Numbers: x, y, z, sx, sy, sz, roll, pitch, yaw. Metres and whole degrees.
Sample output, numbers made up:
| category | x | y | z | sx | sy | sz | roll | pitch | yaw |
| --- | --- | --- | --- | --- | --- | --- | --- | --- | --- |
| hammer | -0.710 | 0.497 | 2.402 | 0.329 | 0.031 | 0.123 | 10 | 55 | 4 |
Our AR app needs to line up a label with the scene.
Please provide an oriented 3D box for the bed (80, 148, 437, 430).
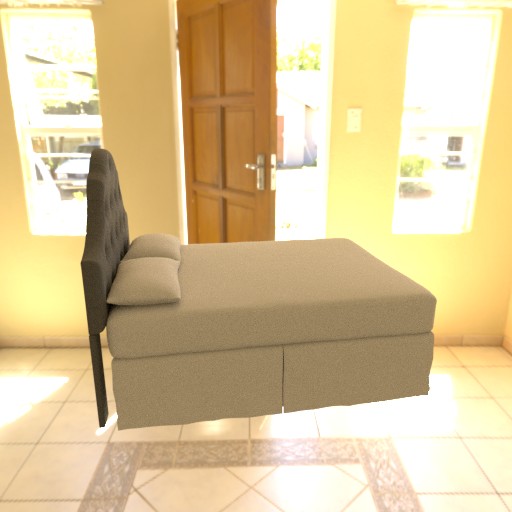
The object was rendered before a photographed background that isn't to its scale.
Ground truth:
| category | x | y | z | sx | sy | sz | roll | pitch | yaw |
| --- | --- | --- | --- | --- | --- | --- | --- | --- | --- |
| bed | 0.000 | 0.000 | 3.300 | 2.155 | 1.575 | 1.636 | -3 | 17 | -10 |
